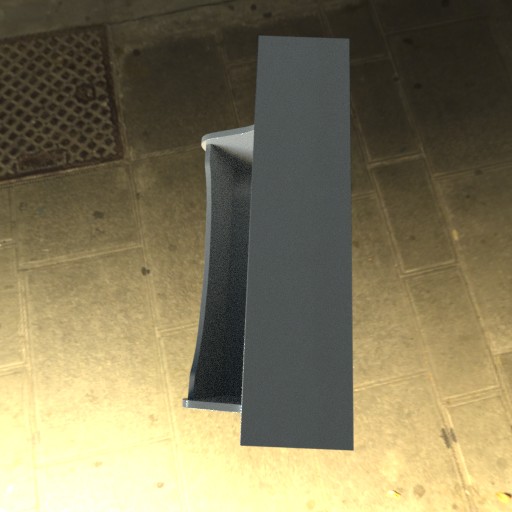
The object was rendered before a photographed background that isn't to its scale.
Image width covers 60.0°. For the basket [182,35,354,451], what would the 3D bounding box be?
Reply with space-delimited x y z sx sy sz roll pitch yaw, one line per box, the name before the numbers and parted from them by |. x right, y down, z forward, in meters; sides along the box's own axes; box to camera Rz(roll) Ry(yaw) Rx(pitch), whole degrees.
basket | 0.000 0.000 1.104 0.350 0.600 0.780 2 77 1
